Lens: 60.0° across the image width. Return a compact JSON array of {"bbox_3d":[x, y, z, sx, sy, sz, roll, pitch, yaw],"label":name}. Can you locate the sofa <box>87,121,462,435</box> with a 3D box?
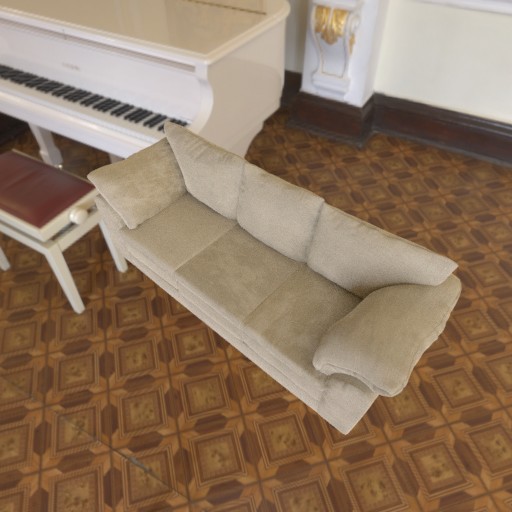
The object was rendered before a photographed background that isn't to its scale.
[{"bbox_3d":[0.000,0.000,2.855,2.377,0.981,0.893,33,54,28],"label":"sofa"}]
